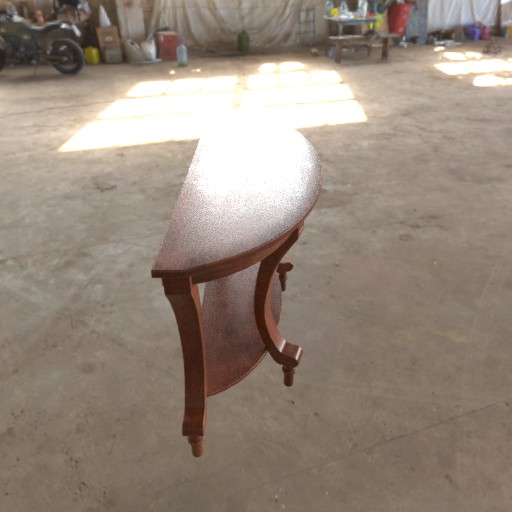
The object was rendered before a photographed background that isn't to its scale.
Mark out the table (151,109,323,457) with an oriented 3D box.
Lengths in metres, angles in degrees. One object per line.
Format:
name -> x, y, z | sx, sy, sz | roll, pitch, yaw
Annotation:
table -> 0.000, 0.000, 1.544 | 0.394, 0.699, 1.198 | 0, 33, 0
